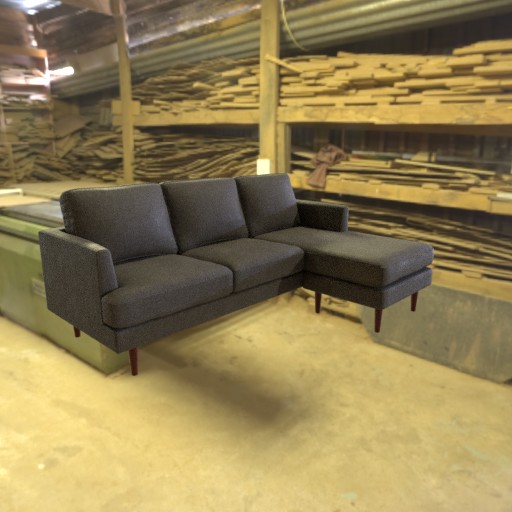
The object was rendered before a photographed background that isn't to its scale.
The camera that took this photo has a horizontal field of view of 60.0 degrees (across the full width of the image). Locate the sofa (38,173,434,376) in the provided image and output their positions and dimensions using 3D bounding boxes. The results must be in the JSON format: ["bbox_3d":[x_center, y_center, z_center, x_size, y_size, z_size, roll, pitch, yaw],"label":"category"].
[{"bbox_3d":[0.000,0.000,2.957,1.504,0.956,2.233,14,20,43],"label":"sofa"}]
